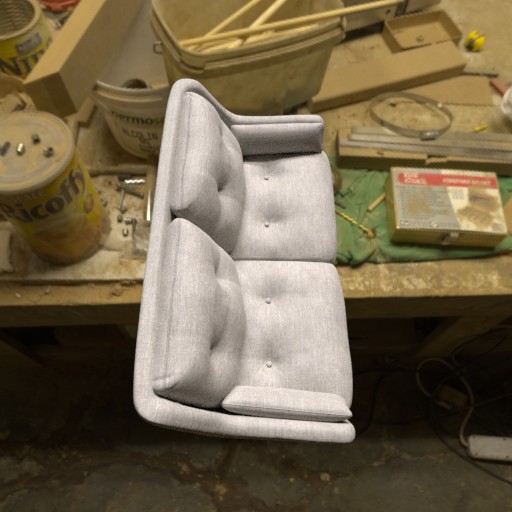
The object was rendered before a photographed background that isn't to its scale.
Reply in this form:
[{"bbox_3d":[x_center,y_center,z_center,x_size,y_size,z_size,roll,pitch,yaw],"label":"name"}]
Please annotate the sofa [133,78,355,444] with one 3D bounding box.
[{"bbox_3d":[0.000,0.000,2.441,0.976,0.897,1.930,0,62,0],"label":"sofa"}]
